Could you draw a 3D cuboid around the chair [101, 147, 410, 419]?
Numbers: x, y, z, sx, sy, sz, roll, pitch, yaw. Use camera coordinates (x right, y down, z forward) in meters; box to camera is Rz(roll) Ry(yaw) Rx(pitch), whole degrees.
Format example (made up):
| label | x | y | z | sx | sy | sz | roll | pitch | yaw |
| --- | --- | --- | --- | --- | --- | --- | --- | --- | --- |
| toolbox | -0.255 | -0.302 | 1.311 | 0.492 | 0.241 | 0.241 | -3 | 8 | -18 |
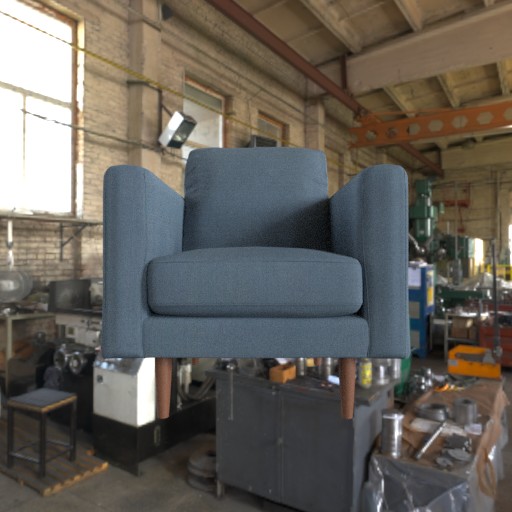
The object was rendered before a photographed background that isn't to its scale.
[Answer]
| label | x | y | z | sx | sy | sz | roll | pitch | yaw |
| --- | --- | --- | --- | --- | --- | --- | --- | --- | --- |
| chair | 0.000 | 0.000 | 1.583 | 0.855 | 0.922 | 0.820 | 0 | -1 | 0 |
